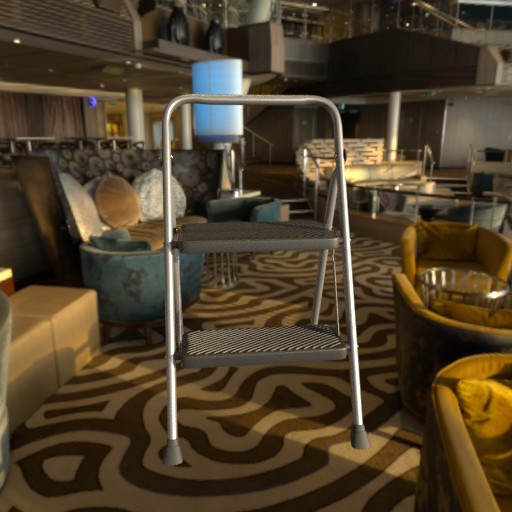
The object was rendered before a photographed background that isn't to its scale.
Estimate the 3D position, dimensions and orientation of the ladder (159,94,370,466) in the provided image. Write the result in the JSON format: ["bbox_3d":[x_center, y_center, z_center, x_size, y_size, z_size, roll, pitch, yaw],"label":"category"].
[{"bbox_3d":[0.000,0.000,1.031,0.430,0.720,0.472,-2,15,-7],"label":"ladder"}]
